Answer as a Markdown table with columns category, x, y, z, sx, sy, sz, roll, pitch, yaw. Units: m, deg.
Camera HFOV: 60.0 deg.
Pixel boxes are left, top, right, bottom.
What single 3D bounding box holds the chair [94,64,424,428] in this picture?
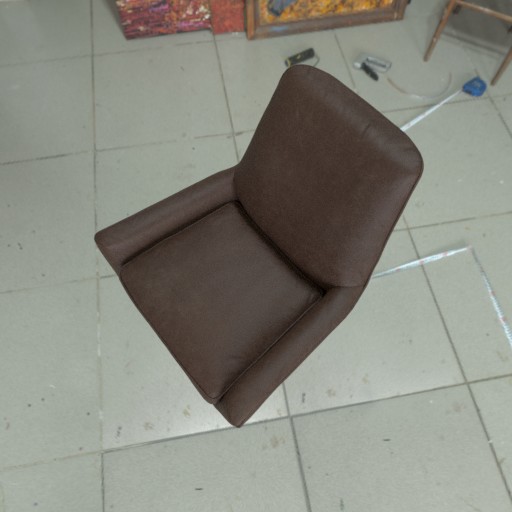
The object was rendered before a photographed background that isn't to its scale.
| category | x | y | z | sx | sy | sz | roll | pitch | yaw |
| --- | --- | --- | --- | --- | --- | --- | --- | --- | --- |
| chair | 0.000 | 0.000 | 1.495 | 0.824 | 0.888 | 0.787 | -36 | 69 | -16 |
